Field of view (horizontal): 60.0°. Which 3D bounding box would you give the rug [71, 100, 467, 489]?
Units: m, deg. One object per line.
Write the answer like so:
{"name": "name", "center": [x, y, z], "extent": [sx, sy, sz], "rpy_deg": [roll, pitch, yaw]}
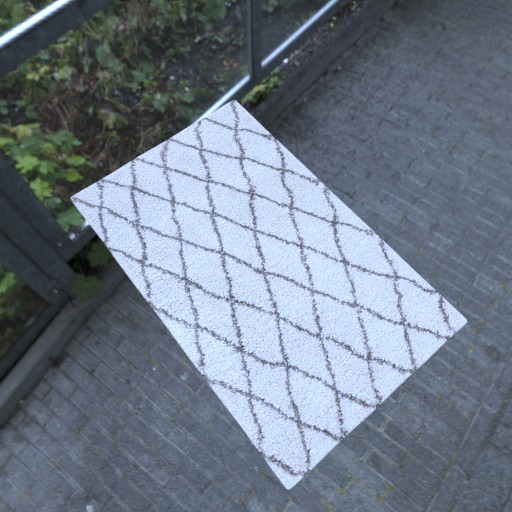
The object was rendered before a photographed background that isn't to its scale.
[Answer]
{"name": "rug", "center": [0.000, 0.000, 3.038], "extent": [1.524, 0.030, 2.438], "rpy_deg": [-36, 70, -16]}
